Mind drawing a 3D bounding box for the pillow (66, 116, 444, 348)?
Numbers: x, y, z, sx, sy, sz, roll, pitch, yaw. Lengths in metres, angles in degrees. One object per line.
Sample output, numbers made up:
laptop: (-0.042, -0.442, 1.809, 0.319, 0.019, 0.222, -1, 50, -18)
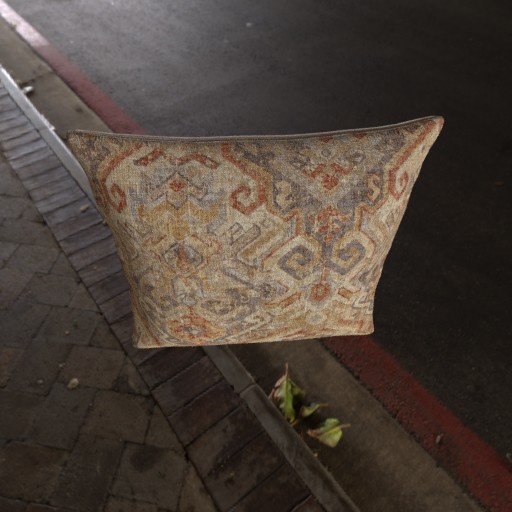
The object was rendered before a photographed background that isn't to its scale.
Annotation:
pillow: (0.000, 0.000, 0.778, 0.523, 0.506, 0.166, -3, 46, -3)
